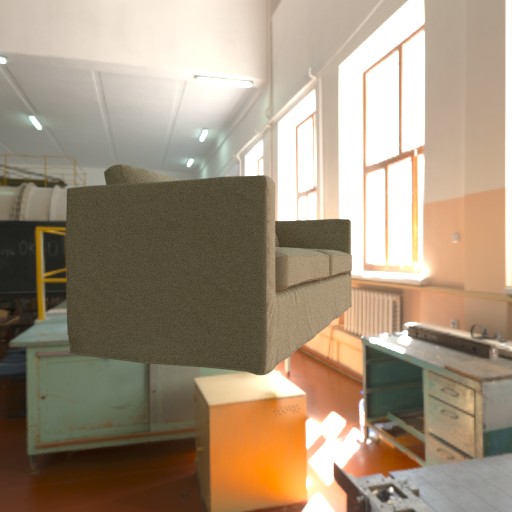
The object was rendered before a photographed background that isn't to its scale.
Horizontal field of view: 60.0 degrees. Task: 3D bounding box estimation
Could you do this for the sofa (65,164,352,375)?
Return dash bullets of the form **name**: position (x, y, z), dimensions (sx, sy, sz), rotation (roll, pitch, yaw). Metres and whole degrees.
- **sofa**: position (0.000, 0.000, 2.803), dimensions (0.956, 0.847, 2.296), rotation (0, 0, 20)
